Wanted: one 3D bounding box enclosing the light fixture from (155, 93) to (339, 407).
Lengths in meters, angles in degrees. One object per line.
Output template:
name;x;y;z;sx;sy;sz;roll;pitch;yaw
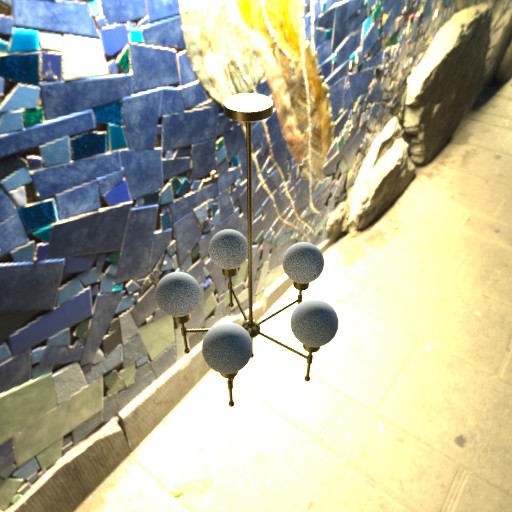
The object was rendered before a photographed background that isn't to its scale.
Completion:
light fixture;0.000;0.000;1.875;0.785;1.331;0.815;-27;47;-28
